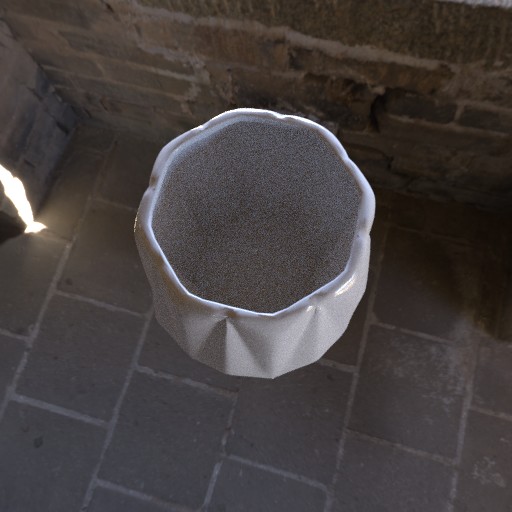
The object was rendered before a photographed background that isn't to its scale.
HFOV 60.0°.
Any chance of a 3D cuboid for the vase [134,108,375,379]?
[{"bbox_3d":[0.000,0.000,0.265,0.141,0.152,0.141,0,74,0],"label":"vase"}]
